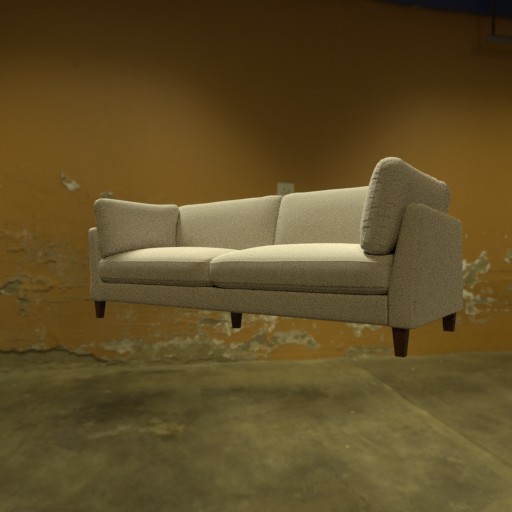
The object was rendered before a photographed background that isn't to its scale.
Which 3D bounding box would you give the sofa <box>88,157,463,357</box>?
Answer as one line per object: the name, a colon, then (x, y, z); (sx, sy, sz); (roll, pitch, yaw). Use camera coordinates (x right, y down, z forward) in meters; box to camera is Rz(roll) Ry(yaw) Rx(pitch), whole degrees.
sofa: (0.000, 0.000, 2.813); (2.301, 0.863, 0.957); (0, -1, 36)
